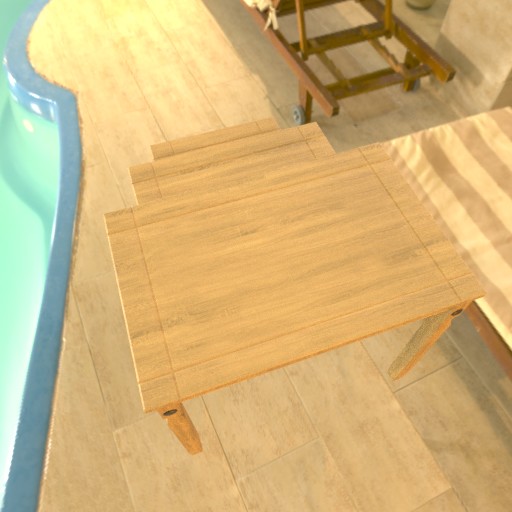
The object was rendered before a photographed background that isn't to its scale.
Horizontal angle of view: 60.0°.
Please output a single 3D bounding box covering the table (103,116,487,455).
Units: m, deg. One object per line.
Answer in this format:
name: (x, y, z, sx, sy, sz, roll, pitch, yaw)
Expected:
table: (0.000, 0.000, 1.204, 0.660, 0.535, 0.773, -16, 59, -10)
